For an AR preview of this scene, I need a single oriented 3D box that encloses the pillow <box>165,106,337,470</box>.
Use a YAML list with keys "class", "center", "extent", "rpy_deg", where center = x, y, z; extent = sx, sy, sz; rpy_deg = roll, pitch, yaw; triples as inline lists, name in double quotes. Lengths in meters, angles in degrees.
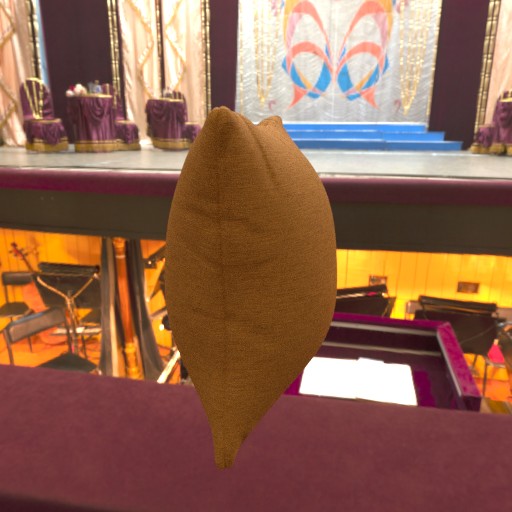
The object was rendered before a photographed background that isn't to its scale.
- class: "pillow"
  center: [0.000, 0.000, 0.674]
  extent: [0.247, 0.417, 0.435]
  rpy_deg: [3, 16, 9]
